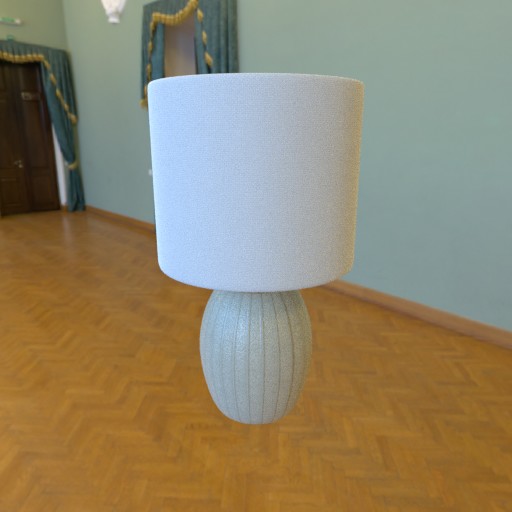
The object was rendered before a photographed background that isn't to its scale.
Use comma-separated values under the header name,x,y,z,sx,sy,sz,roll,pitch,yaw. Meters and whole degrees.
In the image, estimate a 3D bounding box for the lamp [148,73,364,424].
name,x,y,z,sx,sy,sz,roll,pitch,yaw
lamp,0.000,0.000,0.763,0.329,0.570,0.329,-15,21,-42
